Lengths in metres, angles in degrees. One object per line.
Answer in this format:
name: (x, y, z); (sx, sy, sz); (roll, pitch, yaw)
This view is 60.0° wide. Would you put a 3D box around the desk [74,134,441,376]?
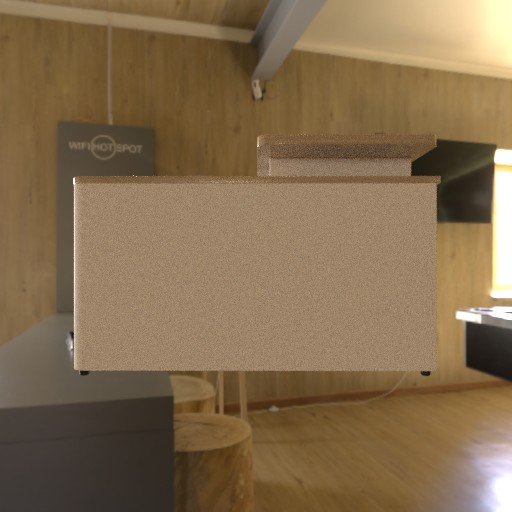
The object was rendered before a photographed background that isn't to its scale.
desk: (0.000, 0.000, 2.103); (1.175, 0.770, 1.400); (0, 0, 0)
